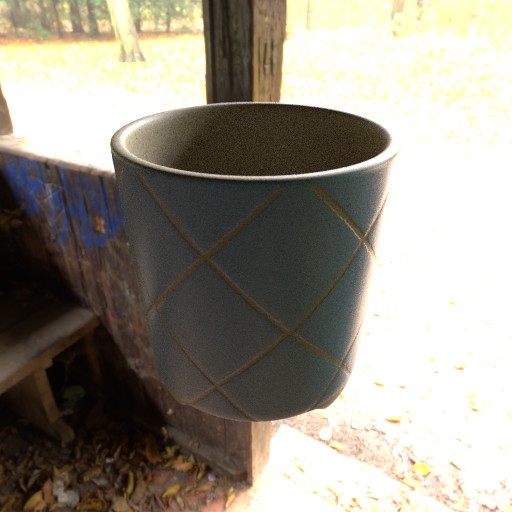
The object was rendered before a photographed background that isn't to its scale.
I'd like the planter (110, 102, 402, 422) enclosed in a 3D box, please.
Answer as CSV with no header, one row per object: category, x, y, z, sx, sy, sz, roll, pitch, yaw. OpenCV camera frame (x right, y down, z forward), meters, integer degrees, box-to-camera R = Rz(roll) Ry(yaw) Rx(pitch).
planter,0.000,0.000,0.416,0.227,0.235,0.227,0,30,0
